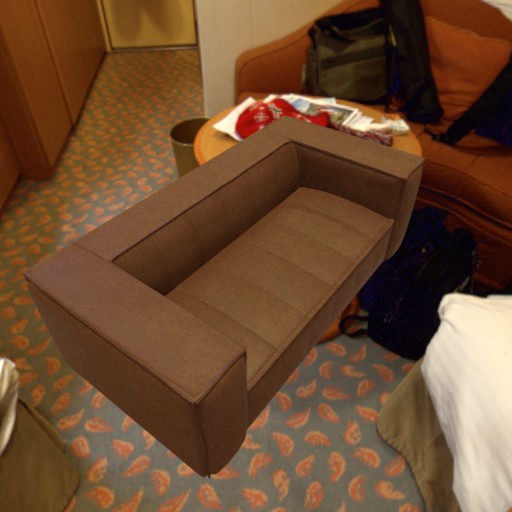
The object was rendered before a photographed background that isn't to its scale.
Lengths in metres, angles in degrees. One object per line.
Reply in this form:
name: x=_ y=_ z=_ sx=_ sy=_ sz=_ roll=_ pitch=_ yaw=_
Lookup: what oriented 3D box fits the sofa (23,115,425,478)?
sofa: x=0.000 y=0.000 z=2.525 sx=1.102 sy=0.703 sz=2.088 roll=27 pitch=48 yaw=27
